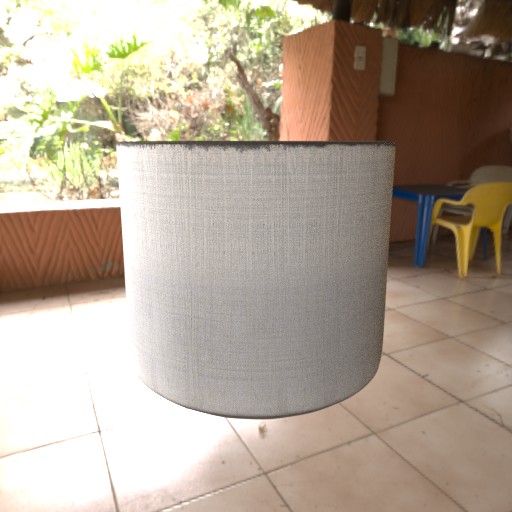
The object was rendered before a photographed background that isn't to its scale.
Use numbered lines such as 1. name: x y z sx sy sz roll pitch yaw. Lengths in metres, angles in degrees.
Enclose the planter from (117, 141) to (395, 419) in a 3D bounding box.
1. planter: 0.000 0.000 0.440 0.254 0.221 0.254 0 15 0
